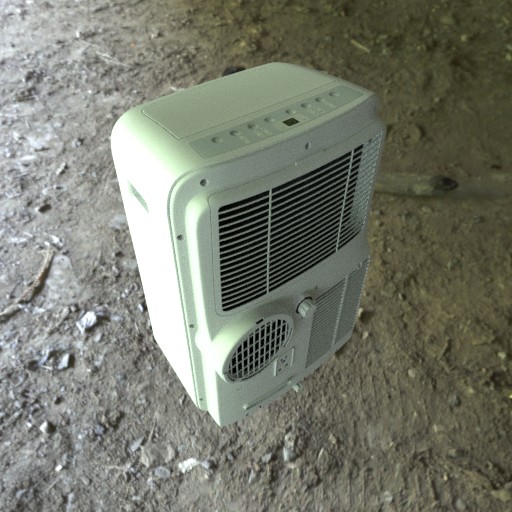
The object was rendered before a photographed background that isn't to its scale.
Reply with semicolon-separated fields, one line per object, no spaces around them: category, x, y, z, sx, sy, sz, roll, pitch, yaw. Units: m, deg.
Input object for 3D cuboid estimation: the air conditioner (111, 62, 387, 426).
air conditioner;0.000;0.000;0.946;0.454;0.700;0.365;-29;52;-25
